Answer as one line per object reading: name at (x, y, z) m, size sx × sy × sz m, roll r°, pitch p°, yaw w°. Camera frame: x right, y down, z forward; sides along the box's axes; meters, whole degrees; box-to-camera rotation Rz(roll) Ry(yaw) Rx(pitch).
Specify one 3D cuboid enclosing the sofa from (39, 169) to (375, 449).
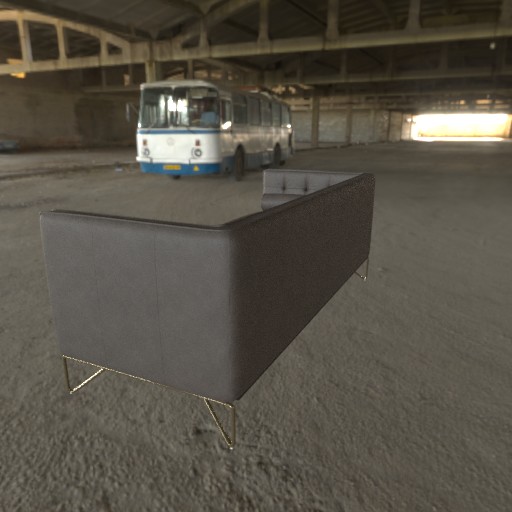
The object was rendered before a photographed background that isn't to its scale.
sofa at (0.000, 0.000, 2.486) m, size 0.867 × 0.789 × 2.087 m, roll 8°, pitch 18°, yaw 25°
